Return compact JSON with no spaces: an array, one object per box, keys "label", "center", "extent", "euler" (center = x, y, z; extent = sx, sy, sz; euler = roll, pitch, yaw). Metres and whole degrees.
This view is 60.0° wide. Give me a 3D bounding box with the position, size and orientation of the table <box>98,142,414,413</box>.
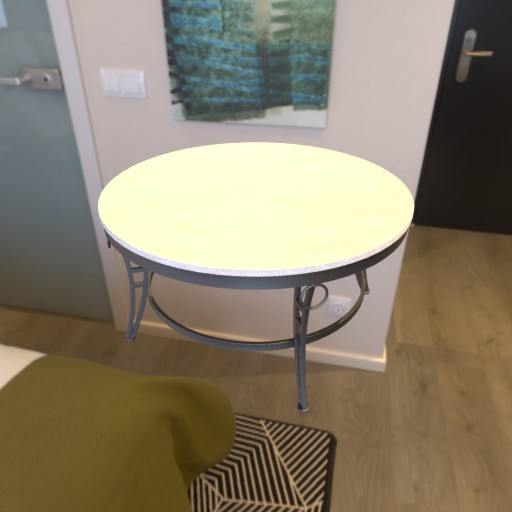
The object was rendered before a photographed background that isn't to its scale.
[{"label":"table","center":[0.000,0.000,1.424],"extent":[0.889,0.470,0.889],"euler":[0,31,0]}]
